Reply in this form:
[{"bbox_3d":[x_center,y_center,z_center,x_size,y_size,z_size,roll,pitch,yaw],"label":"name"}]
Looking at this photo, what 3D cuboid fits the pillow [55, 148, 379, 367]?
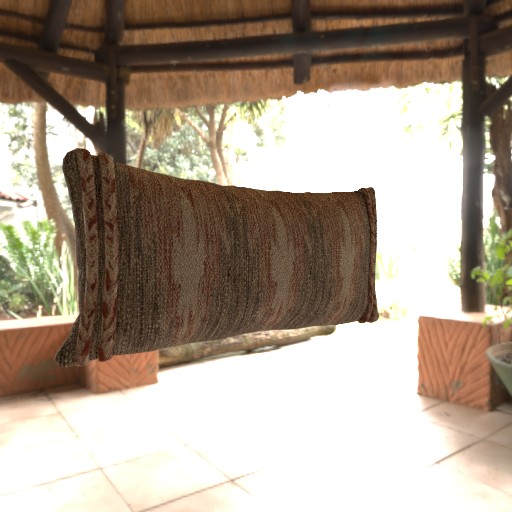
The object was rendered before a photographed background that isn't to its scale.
[{"bbox_3d":[0.000,0.000,0.748,0.635,0.282,0.139,0,1,-36],"label":"pillow"}]
